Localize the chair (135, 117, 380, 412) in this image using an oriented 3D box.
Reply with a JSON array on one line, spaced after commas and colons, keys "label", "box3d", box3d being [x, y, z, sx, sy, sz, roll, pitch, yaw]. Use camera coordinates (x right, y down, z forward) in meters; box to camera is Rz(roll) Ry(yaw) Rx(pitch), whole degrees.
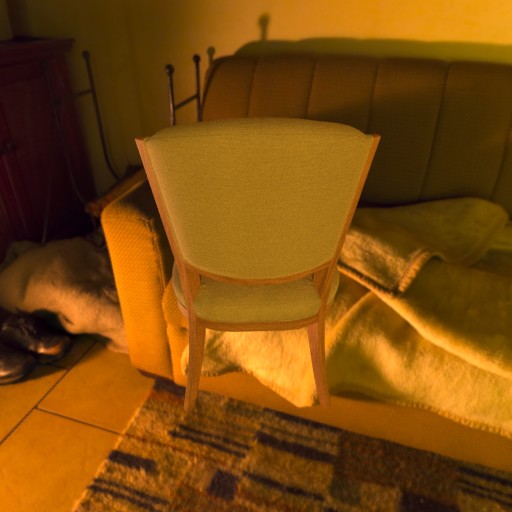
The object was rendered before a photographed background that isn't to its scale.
[{"label": "chair", "box3d": [0.000, 0.000, 1.278, 0.513, 0.905, 0.584, -1, 31, -2]}]
